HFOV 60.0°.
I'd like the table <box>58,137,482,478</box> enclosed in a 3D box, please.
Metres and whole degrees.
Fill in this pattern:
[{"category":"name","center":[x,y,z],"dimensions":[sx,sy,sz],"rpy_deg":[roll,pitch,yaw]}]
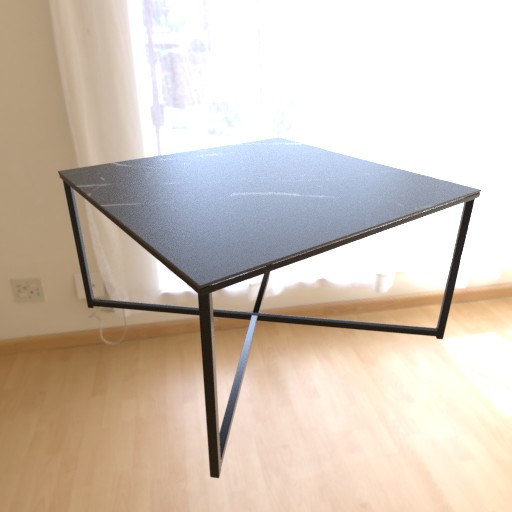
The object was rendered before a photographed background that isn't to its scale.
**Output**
[{"category":"table","center":[0.000,0.000,1.272],"dimensions":[0.800,0.450,0.800],"rpy_deg":[-18,31,-32]}]
